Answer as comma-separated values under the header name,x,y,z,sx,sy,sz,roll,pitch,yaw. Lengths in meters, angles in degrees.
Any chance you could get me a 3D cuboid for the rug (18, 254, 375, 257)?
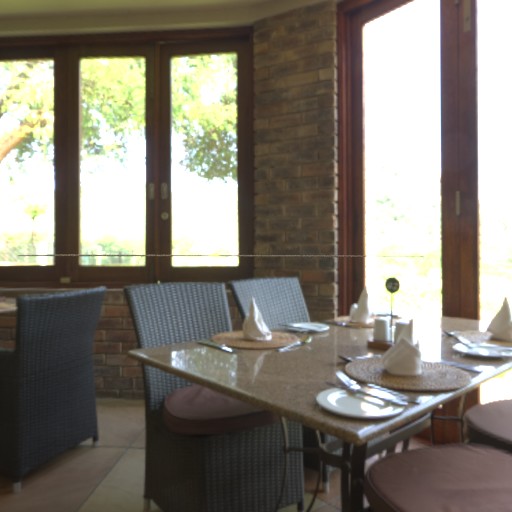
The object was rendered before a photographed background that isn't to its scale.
name,x,y,z,sx,sy,sz,roll,pitch,yaw
rug,0.000,0.000,2.653,2.437,0.005,0.688,0,0,-37
